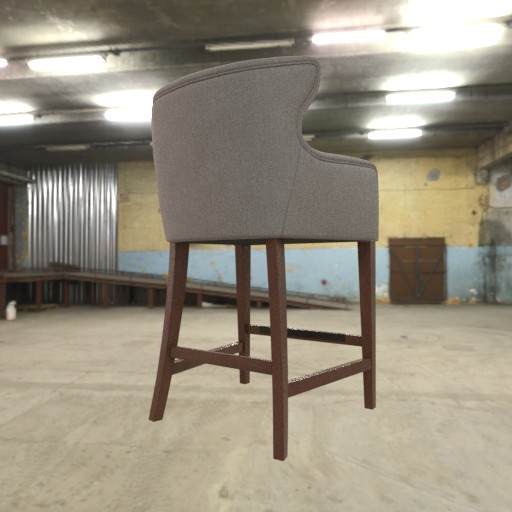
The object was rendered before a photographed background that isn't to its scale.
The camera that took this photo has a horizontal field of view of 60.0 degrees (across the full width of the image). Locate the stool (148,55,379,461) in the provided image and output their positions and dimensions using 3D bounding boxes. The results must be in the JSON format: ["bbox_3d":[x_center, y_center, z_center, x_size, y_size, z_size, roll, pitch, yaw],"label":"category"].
[{"bbox_3d":[0.000,0.000,1.329,0.575,0.951,0.575,-1,-1,36],"label":"stool"}]
